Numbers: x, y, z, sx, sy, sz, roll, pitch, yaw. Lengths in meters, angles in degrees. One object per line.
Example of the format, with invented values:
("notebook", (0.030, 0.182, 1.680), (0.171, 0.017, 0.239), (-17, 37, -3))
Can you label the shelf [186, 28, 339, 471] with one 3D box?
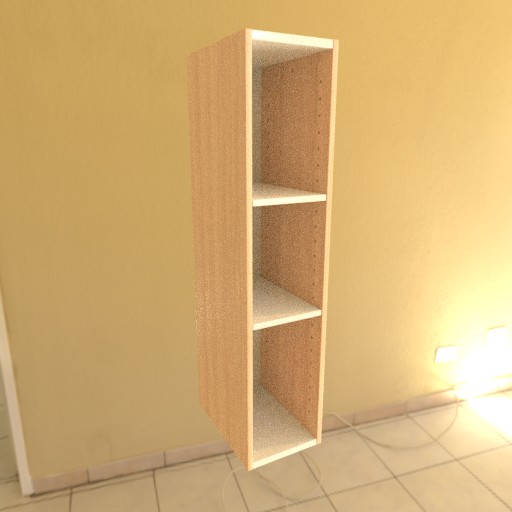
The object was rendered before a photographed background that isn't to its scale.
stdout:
("shelf", (0.000, 0.000, 1.023), (0.197, 0.882, 0.290), (-8, 17, -27))
